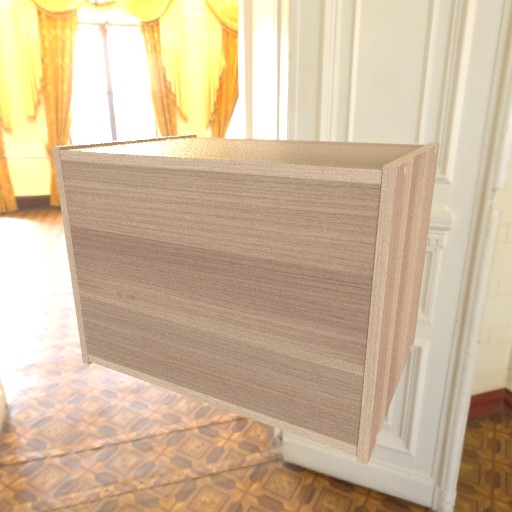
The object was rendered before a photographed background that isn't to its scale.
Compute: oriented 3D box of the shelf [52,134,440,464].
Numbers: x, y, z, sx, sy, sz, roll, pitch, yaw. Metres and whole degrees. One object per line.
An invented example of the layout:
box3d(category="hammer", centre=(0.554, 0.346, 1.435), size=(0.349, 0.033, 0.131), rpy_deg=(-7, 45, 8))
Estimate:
box3d(category="shelf", centre=(0.000, 0.000, 0.623), size=(0.415, 0.305, 0.290), rpy_deg=(10, 21, 26))
